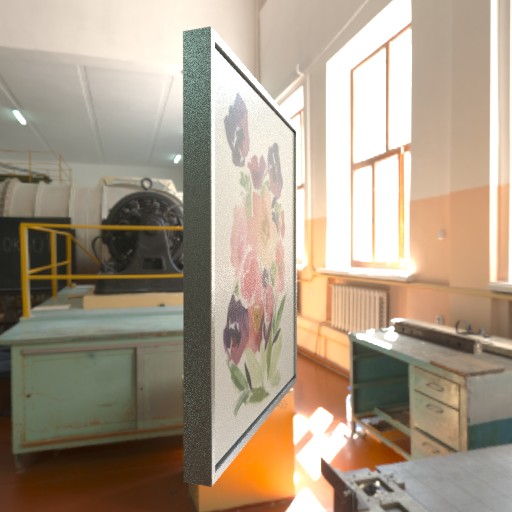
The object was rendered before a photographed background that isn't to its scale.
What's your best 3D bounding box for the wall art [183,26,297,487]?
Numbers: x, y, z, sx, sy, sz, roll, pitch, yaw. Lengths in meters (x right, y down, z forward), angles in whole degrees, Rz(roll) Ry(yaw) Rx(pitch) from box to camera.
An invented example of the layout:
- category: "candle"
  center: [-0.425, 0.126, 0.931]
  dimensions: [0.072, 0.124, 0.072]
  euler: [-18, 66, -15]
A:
- category: "wall art"
  center: [0.000, 0.000, 0.749]
  dimensions: [0.038, 0.549, 0.452]
  euler: [0, 1, 18]
